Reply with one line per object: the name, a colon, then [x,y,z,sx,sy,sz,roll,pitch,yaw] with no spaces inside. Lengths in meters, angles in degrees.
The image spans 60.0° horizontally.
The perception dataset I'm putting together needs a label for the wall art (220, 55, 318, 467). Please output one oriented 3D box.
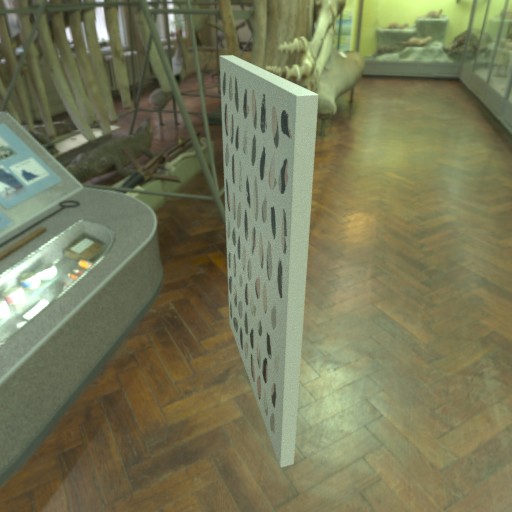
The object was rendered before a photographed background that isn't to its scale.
wall art: [0.000,0.000,0.779,0.025,0.608,0.405,-8,31,-13]
